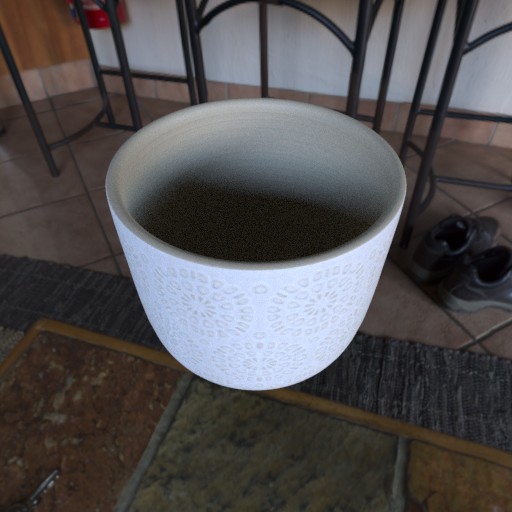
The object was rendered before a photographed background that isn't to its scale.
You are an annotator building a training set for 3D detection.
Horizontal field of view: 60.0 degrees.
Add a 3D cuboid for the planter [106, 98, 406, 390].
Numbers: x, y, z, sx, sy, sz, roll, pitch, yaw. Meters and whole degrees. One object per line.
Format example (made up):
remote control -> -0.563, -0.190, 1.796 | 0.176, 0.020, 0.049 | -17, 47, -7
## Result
planter -> 0.000, 0.000, 0.310 | 0.170, 0.152, 0.170 | 0, 45, 0
